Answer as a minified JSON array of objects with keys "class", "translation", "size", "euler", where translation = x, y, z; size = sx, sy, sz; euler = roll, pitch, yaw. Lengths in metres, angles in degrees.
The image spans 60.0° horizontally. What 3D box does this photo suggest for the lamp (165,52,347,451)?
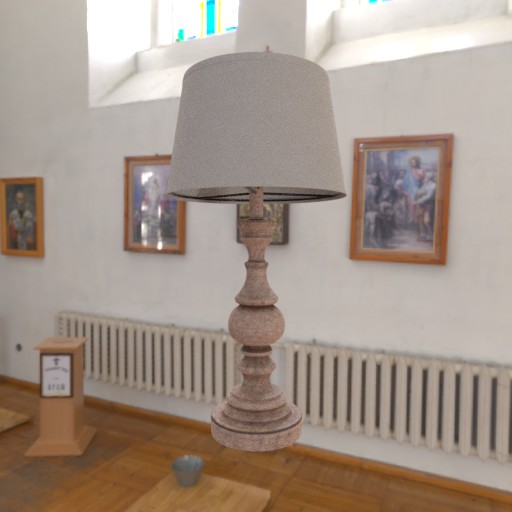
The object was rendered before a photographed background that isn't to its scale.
[{"class":"lamp","translation":[0.000,0.000,0.849],"size":[0.340,0.678,0.340],"euler":[0,2,0]}]
